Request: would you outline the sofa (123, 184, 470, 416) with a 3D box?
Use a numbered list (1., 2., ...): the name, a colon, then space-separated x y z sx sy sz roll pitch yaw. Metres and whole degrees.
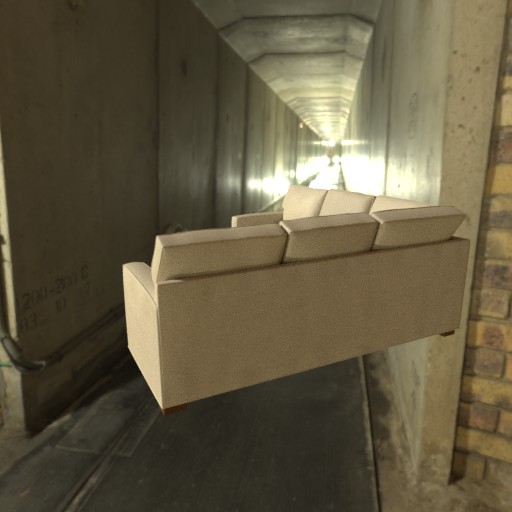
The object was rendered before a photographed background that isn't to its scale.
1. sofa: 0.000 0.000 3.535 2.189 0.939 2.182 -7 16 -26
